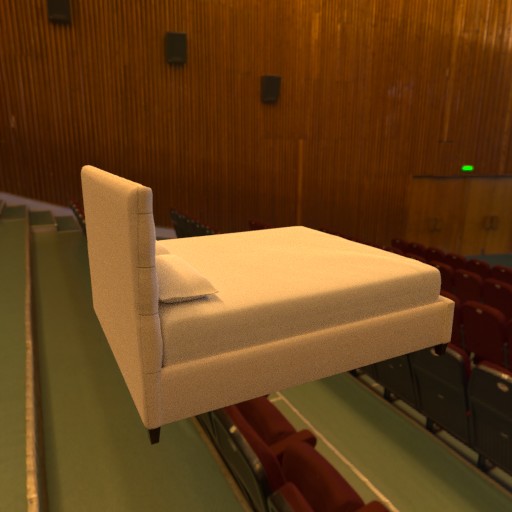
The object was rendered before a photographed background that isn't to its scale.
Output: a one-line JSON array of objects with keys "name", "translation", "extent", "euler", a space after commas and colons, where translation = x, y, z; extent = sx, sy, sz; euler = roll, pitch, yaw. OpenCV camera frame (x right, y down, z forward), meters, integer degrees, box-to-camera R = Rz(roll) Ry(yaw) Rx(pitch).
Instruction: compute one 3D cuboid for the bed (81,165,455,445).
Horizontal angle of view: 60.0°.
[{"name": "bed", "translation": [0.000, 0.000, 3.658], "extent": [2.387, 1.427, 2.078], "euler": [-7, 16, -26]}]
